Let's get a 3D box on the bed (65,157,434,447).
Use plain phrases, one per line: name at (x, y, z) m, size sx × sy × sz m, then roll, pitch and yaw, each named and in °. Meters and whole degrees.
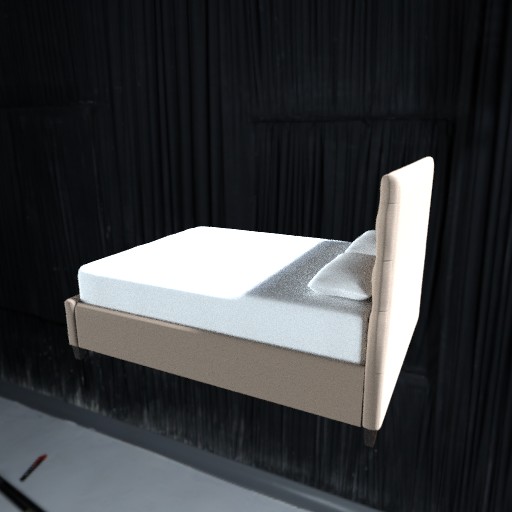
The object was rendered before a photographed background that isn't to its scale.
bed at (0.000, 0.000, 3.320) m, size 2.233 × 1.426 × 1.696 m, roll 7°, pitch 17°, yaw 25°
